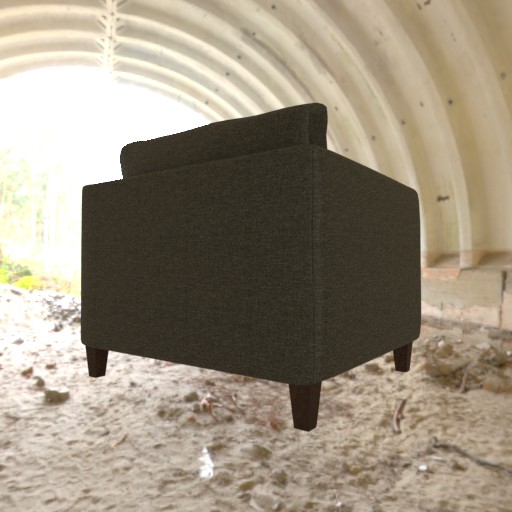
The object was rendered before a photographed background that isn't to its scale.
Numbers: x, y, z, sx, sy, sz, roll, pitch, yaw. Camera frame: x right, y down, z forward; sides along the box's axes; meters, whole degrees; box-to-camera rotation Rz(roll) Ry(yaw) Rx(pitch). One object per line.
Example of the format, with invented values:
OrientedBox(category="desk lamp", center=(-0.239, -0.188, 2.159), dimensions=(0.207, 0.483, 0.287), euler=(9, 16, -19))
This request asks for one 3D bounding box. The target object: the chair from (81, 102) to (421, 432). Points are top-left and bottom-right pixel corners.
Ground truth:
OrientedBox(category="chair", center=(0.000, 0.000, 1.832), dimensions=(1.107, 0.963, 0.959), euler=(-1, -2, 36))
